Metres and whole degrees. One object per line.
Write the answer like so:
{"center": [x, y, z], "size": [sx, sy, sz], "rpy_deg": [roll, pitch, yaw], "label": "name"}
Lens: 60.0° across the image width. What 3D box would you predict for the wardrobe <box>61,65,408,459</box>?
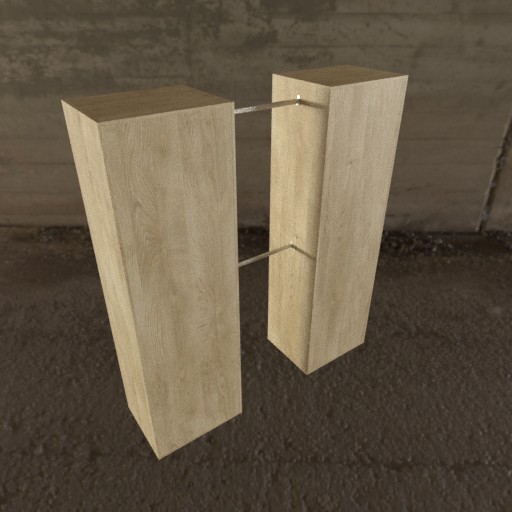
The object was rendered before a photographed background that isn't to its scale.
{"center": [0.000, 0.000, 2.746], "size": [1.770, 2.000, 0.480], "rpy_deg": [-20, 37, -30], "label": "wardrobe"}
